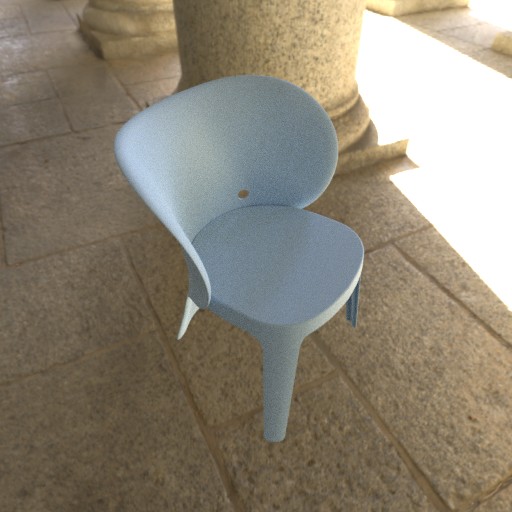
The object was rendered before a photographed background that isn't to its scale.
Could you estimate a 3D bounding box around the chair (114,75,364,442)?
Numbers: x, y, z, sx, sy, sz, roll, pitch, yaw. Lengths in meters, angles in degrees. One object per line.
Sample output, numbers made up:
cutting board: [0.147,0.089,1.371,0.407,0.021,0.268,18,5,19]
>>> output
chair: [0.000,0.000,0.881,0.402,0.554,0.451,24,47,25]
